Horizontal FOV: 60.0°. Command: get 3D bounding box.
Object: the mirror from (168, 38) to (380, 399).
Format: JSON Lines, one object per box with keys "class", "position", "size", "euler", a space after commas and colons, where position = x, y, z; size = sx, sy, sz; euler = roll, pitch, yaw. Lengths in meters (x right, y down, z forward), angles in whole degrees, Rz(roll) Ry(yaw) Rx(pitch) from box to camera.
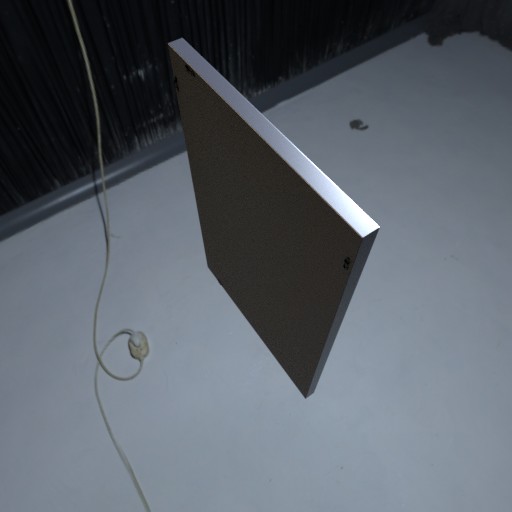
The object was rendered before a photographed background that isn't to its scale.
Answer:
{"class": "mirror", "position": [0.000, 0.000, 1.192], "size": [0.040, 0.915, 0.609], "euler": [-30, 62, -18]}
